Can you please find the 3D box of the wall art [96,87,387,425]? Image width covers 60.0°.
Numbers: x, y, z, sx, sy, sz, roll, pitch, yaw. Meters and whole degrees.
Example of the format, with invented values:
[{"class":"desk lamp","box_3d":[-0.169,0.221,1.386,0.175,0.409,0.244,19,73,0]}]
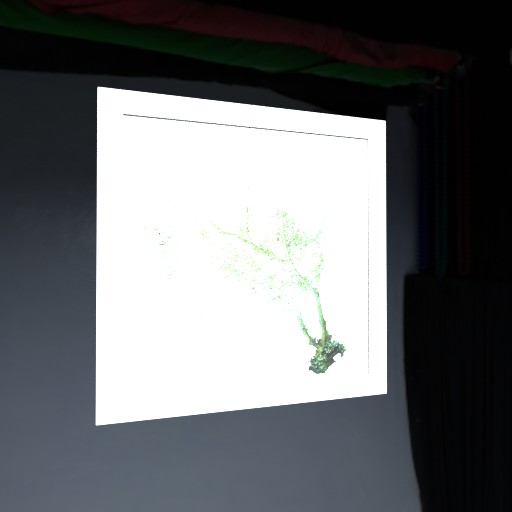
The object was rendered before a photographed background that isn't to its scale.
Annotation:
[{"class":"wall art","box_3d":[0.000,0.000,0.867,0.584,0.584,0.013,0,-1,-19]}]
